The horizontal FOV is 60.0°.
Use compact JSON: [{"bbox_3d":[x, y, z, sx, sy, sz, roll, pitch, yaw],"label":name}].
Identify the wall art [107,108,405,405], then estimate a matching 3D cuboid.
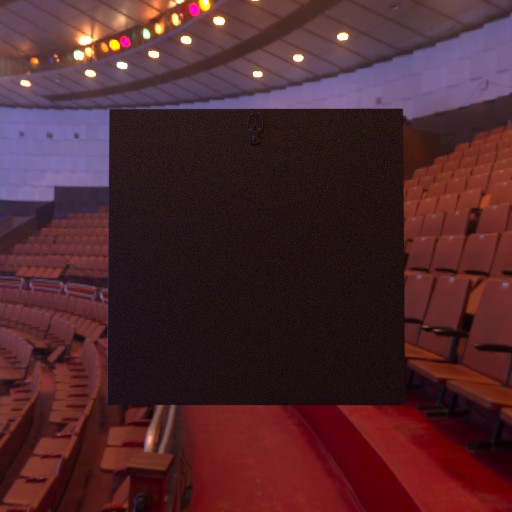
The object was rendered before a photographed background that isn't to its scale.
[{"bbox_3d":[0.000,0.000,1.218,0.805,0.807,0.043,0,-1,0],"label":"wall art"}]
